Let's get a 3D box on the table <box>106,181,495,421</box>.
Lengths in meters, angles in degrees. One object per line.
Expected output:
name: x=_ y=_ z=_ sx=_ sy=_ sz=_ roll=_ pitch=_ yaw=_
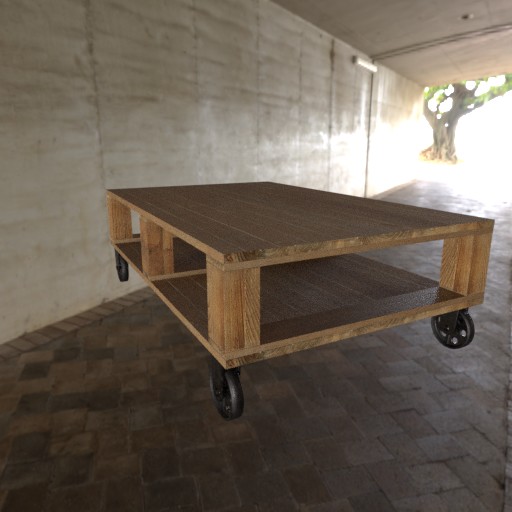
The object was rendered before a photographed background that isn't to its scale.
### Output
table: x=0.000 y=0.000 z=1.661 sx=0.827 sy=0.413 sz=1.299 roll=-8 pitch=17 yaw=-27
